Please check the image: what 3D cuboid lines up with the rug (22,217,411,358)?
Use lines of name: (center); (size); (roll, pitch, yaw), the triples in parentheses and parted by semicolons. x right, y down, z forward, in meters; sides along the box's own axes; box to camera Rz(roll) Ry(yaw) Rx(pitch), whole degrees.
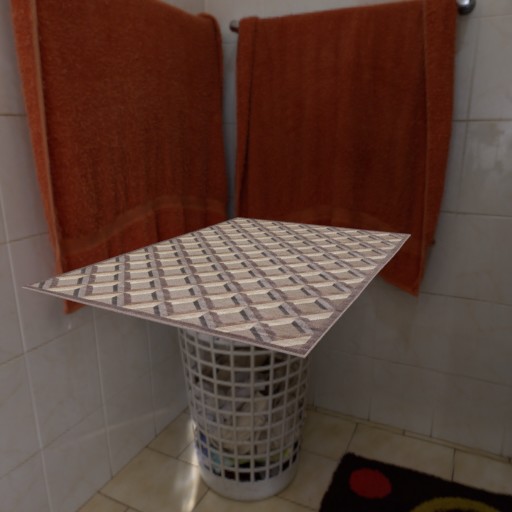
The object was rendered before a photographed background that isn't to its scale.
rug: (0.000, 0.000, 2.924); (1.600, 0.013, 2.260); (8, 17, 27)
